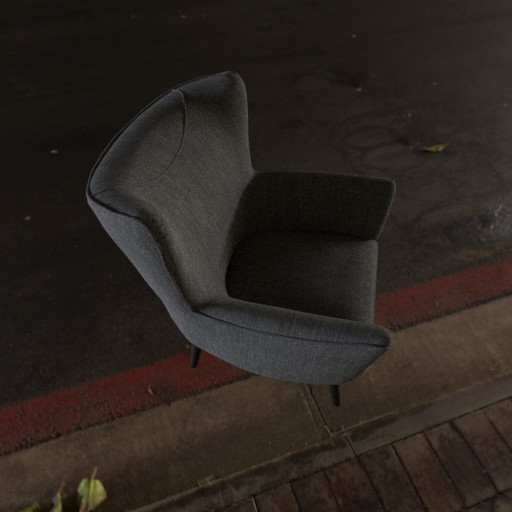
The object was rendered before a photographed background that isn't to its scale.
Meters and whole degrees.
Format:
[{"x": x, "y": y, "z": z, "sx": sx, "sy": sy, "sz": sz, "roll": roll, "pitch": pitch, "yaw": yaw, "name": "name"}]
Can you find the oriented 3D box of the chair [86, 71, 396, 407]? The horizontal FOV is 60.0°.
[{"x": 0.000, "y": 0.000, "z": 1.537, "sx": 0.888, "sy": 0.933, "sz": 0.781, "roll": 9, "pitch": 47, "yaw": 9, "name": "chair"}]
